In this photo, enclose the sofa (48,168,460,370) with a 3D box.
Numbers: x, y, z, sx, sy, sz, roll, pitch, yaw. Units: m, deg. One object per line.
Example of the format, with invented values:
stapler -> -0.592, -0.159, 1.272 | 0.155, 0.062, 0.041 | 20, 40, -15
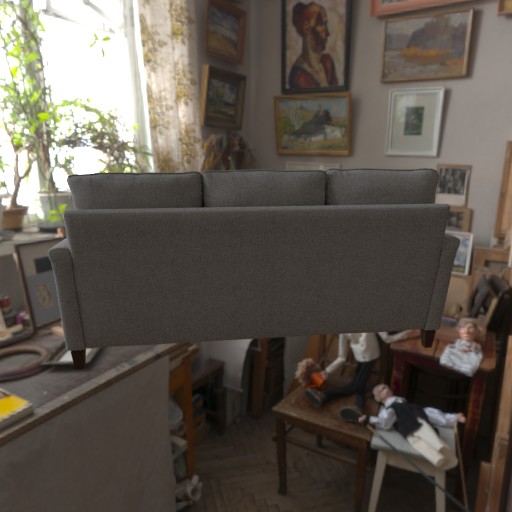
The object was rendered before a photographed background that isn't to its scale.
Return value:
sofa -> 0.000, 0.000, 2.429 | 1.925, 0.959, 0.828 | -2, 13, -8
